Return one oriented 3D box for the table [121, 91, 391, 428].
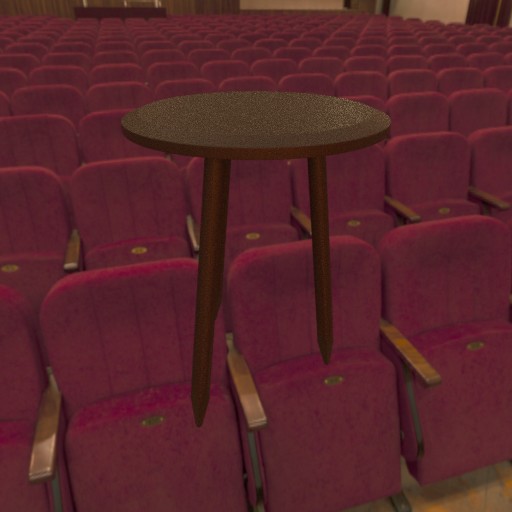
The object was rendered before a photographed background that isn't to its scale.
[{"bbox_3d":[0.000,0.000,0.910,0.457,0.585,0.457,0,28,0],"label":"table"}]
